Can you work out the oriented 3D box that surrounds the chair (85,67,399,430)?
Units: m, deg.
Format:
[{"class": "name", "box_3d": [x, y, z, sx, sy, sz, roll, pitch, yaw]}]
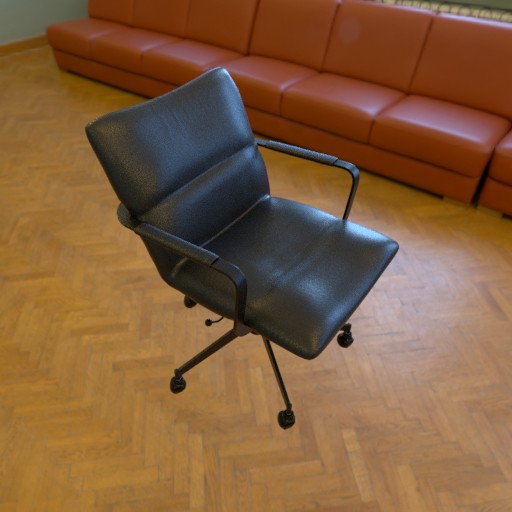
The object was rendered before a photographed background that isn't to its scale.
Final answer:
[{"class": "chair", "box_3d": [0.000, 0.000, 1.442, 0.748, 0.922, 0.719, 26, 47, 26]}]
